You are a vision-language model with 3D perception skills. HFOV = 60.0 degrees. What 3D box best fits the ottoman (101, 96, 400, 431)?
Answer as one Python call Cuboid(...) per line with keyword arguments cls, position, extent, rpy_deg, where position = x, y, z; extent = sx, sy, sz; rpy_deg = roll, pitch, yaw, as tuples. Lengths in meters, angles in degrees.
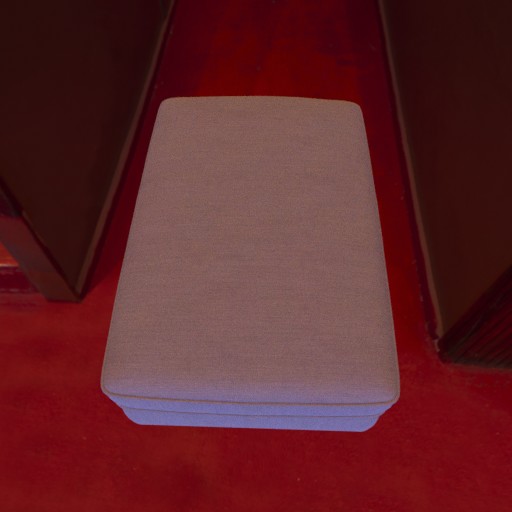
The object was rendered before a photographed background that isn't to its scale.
Cuboid(cls="ottoman", position=(0.000, 0.000, 1.295), extent=(0.636, 0.480, 0.941), rpy_deg=(1, 58, 1))
